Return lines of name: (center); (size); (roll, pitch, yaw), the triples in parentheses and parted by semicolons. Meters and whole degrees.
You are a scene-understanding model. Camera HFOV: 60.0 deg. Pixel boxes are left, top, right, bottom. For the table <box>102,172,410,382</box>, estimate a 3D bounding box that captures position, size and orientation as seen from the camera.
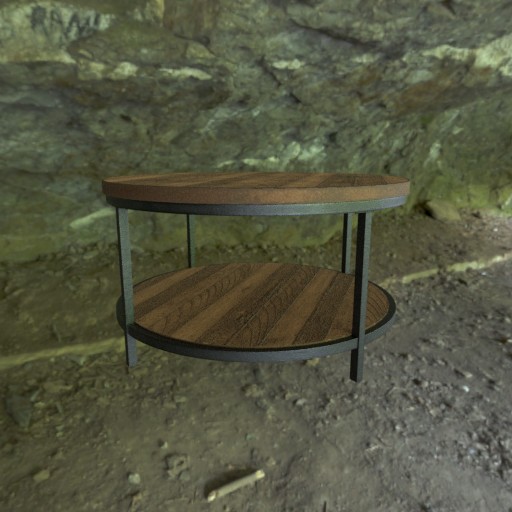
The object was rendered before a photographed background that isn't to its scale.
table: (0.000, 0.000, 1.321); (0.837, 0.462, 0.837); (0, 13, 0)
